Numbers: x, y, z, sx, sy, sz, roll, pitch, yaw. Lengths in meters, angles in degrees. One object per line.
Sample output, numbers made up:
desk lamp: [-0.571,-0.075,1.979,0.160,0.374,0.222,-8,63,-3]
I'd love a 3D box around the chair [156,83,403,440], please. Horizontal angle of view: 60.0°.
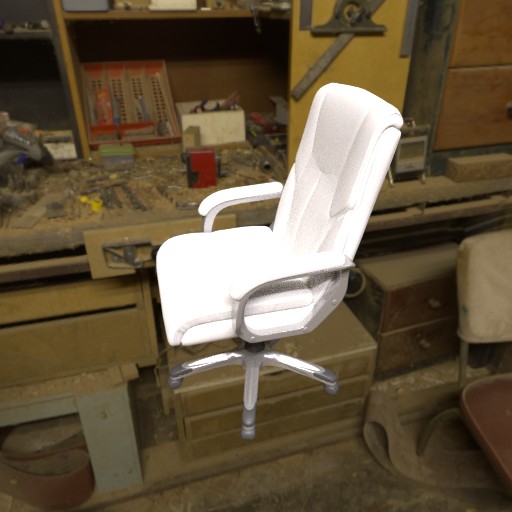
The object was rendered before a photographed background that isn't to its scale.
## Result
chair: [0.000,0.000,1.603,0.738,1.120,0.687,-8,31,-13]
